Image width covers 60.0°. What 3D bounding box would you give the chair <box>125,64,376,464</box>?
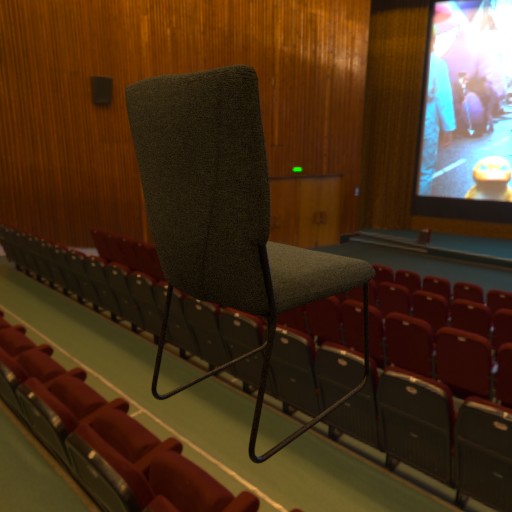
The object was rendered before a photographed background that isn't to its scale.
[{"bbox_3d":[0.000,0.000,1.287,0.480,0.931,0.635,13,19,41],"label":"chair"}]
